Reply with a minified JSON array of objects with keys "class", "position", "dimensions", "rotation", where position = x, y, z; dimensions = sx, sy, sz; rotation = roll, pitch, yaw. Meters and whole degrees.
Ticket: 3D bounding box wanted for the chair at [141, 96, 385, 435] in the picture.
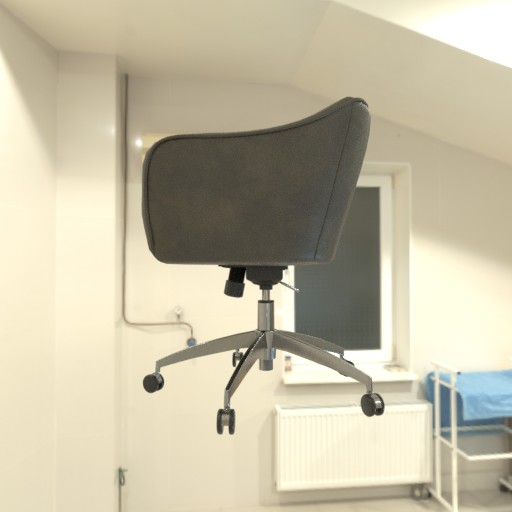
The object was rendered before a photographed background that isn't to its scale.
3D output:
[{"class":"chair","position":[0.000,0.000,1.352],"dimensions":[0.689,0.827,0.713],"rotation":[0,-1,0]}]
